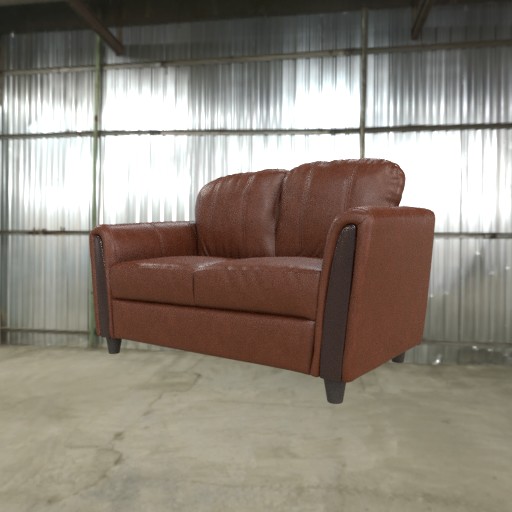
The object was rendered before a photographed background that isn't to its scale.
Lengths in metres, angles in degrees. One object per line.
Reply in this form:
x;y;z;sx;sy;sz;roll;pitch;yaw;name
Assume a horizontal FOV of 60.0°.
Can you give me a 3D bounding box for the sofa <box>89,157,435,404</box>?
0.000;0.000;1.996;1.406;0.906;0.805;0;1;37;sofa
